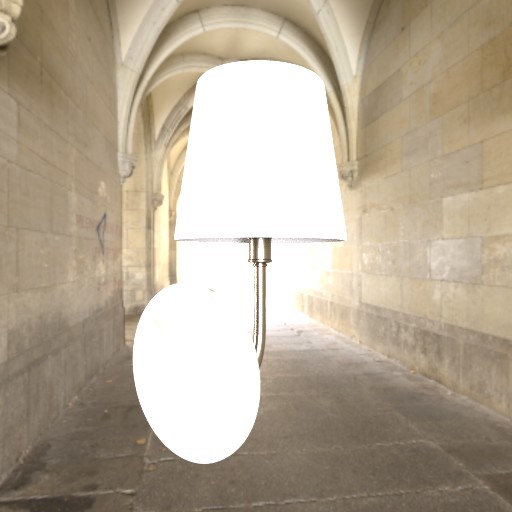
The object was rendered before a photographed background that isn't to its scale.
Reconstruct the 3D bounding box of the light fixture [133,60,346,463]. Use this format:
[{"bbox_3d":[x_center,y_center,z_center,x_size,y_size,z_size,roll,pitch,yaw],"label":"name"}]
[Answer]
[{"bbox_3d":[0.000,0.000,0.439,0.168,0.337,0.188,0,0,38],"label":"light fixture"}]
